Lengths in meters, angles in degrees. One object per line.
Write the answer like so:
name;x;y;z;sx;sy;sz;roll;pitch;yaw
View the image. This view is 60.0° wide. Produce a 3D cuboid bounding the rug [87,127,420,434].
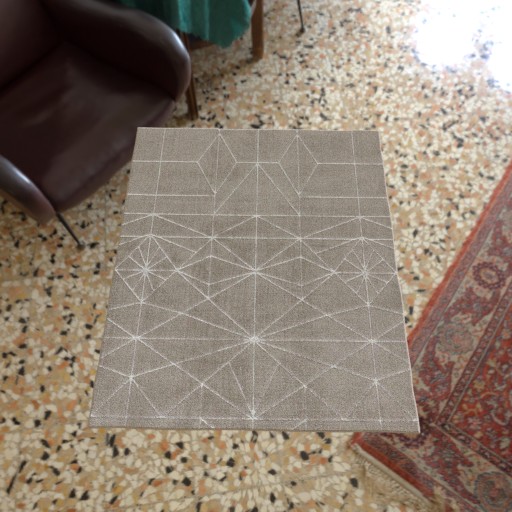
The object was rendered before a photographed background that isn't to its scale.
rug;0.000;0.000;0.865;0.548;0.006;0.639;1;64;0
